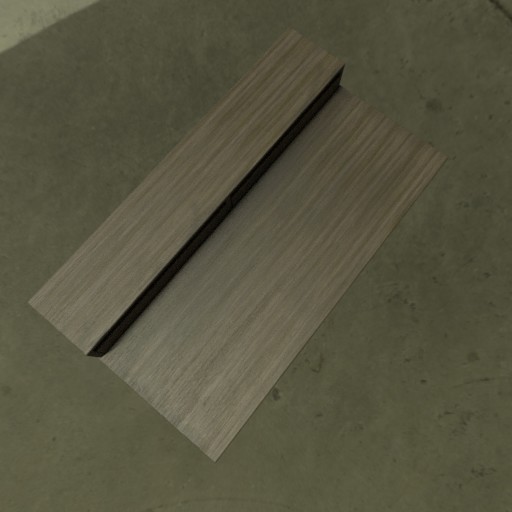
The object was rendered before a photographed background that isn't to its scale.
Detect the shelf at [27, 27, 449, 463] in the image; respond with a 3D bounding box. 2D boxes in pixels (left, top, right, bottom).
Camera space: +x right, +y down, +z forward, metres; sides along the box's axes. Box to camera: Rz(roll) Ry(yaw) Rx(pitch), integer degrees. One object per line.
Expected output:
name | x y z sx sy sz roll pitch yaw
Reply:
shelf | 0.000 0.000 1.718 0.685 0.865 1.212 38 78 10
